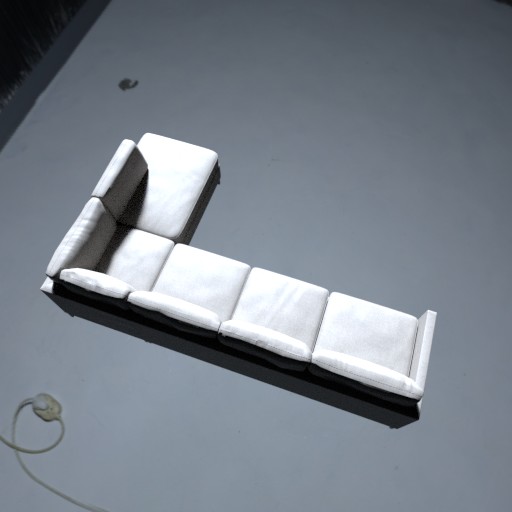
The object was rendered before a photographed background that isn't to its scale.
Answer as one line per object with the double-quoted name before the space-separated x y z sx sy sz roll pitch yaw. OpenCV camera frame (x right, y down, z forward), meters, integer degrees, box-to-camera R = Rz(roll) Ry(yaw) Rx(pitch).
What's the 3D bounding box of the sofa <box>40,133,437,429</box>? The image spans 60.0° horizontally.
"sofa" 0.000 0.000 4.260 3.331 0.964 2.077 17 64 9
